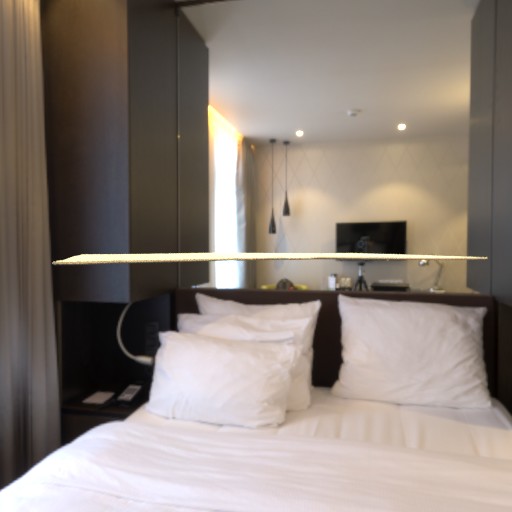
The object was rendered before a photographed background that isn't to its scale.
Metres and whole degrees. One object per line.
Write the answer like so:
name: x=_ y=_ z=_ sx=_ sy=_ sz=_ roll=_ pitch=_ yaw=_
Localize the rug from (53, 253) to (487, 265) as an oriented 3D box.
rug: x=0.000 y=0.000 z=2.963 sx=2.305 sy=0.029 sz=1.593 roll=0 pitch=1 yaw=-17
